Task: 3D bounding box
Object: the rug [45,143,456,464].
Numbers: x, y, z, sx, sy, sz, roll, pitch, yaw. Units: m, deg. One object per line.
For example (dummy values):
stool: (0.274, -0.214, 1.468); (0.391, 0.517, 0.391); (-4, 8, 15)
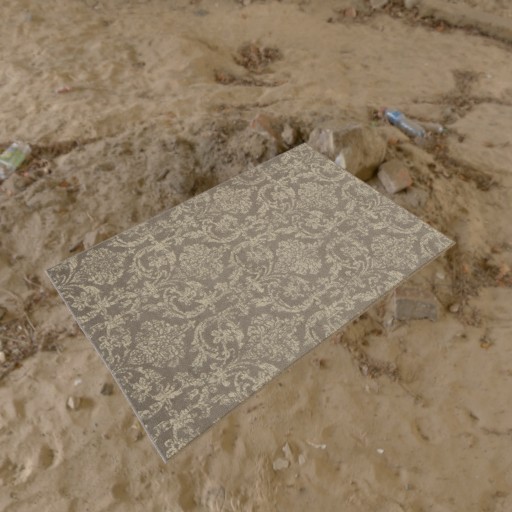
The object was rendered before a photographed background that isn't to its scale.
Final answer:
rug: (0.000, 0.000, 3.533); (2.746, 0.018, 1.819); (-31, 55, -24)
